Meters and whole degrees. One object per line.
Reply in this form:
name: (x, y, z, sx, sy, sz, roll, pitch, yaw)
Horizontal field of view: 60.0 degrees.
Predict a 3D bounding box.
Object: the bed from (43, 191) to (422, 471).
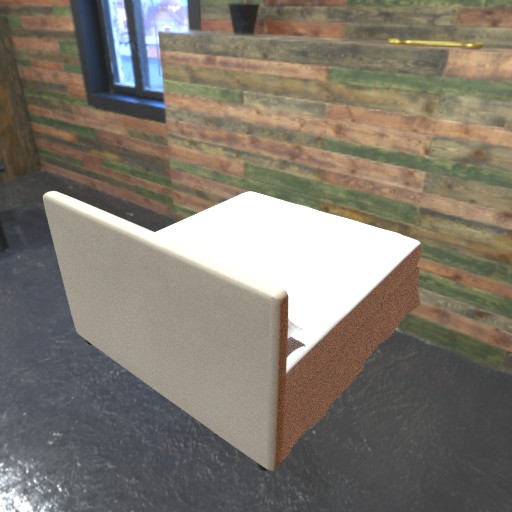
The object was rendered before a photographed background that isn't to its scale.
bed: (0.000, 0.000, 3.611, 2.119, 1.317, 2.319, 21, 36, 33)
